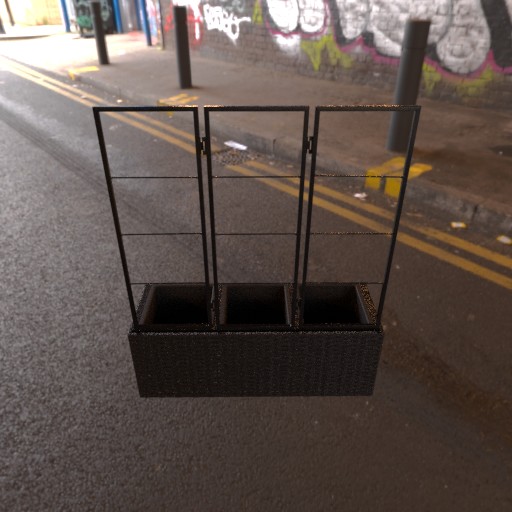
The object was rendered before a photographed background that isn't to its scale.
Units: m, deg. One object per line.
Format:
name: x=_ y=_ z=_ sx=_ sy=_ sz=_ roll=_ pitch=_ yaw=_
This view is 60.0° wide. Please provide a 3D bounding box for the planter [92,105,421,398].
planter: x=0.000 y=0.000 z=1.207 sx=0.698 sy=0.841 sz=0.244 roll=0 pitch=31 yaw=0
